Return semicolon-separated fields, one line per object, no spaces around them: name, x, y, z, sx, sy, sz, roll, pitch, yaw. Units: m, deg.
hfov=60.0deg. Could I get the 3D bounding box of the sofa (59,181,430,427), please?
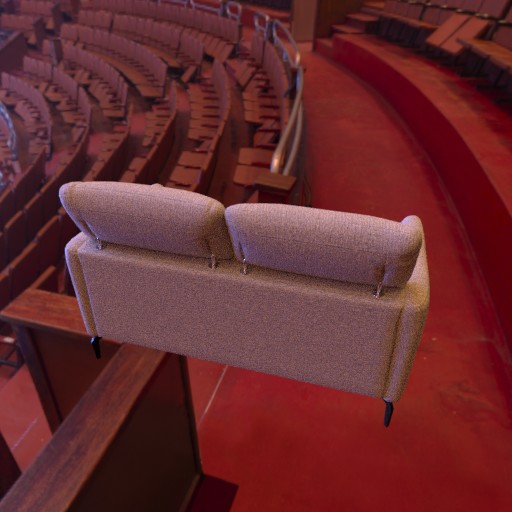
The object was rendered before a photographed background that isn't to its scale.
sofa;0.000;0.000;2.126;1.540;0.950;0.905;9;34;14
